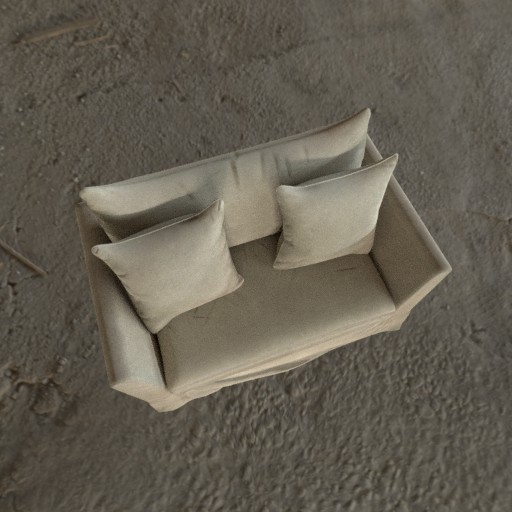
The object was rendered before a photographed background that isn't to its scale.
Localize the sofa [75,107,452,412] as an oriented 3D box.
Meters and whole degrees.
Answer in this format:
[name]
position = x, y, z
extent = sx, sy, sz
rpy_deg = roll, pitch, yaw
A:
[sofa]
position = 0.000, 0.000, 2.329
extent = 1.608, 1.040, 1.035
rpy_deg = -17, 63, -9
